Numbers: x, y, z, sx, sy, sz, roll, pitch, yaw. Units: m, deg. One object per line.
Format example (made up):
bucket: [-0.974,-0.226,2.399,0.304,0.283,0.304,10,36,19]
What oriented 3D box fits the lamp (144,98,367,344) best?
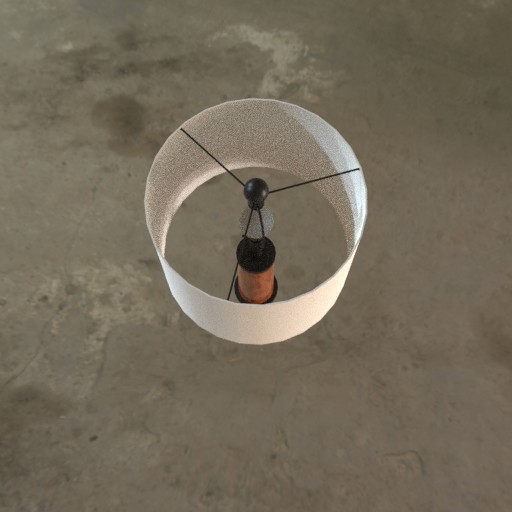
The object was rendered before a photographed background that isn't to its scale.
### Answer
lamp: [0.000,0.000,0.870,0.349,0.667,0.349,0,75,0]
